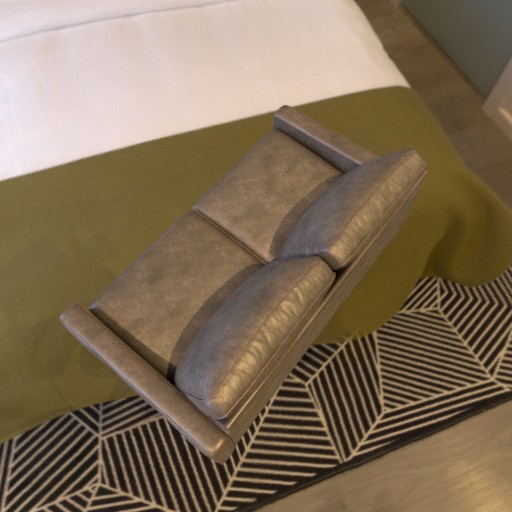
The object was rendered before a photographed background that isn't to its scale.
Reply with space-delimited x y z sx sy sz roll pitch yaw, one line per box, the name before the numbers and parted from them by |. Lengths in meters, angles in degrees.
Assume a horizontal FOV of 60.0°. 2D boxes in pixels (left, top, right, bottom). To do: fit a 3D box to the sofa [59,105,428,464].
sofa | 0.000 0.000 2.269 0.939 0.916 1.732 35 67 17
